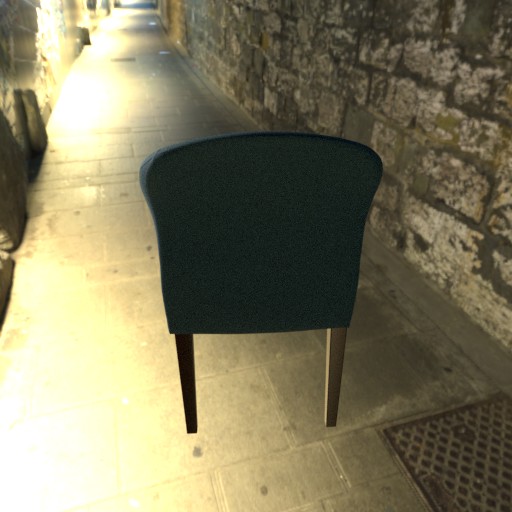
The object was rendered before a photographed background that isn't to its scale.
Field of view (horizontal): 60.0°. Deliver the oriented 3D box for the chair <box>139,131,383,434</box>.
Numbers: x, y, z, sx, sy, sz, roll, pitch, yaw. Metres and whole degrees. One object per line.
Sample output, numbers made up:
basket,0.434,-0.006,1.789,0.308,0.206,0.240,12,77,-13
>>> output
chair,0.000,0.000,1.261,0.507,0.879,0.620,-2,32,-3
